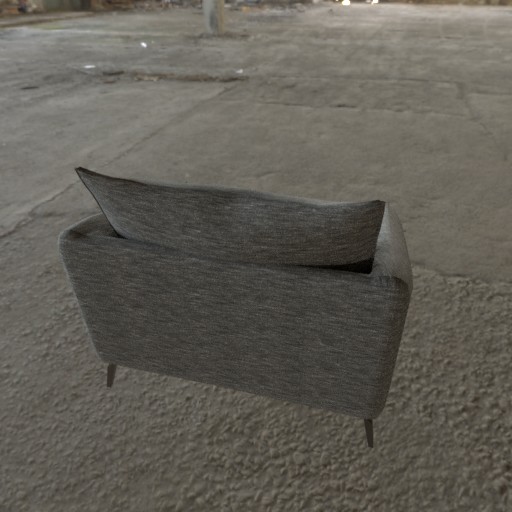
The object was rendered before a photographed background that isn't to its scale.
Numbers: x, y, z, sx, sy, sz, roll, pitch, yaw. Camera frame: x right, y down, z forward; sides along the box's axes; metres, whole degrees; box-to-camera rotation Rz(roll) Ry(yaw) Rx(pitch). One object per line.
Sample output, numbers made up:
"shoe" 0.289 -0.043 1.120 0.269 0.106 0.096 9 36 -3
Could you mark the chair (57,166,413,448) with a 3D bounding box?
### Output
"chair" 0.000 0.000 1.553 1.004 0.842 0.805 8 33 13
